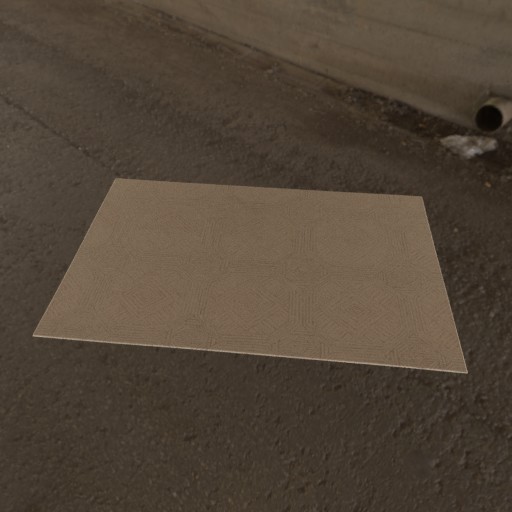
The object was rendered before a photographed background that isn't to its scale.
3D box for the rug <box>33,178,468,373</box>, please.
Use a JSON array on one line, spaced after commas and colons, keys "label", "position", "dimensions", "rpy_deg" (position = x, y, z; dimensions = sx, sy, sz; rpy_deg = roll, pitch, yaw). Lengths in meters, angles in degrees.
[{"label": "rug", "position": [0.000, 0.000, 2.995], "dimensions": [2.440, 0.008, 1.524], "rpy_deg": [4, 46, 4]}]
